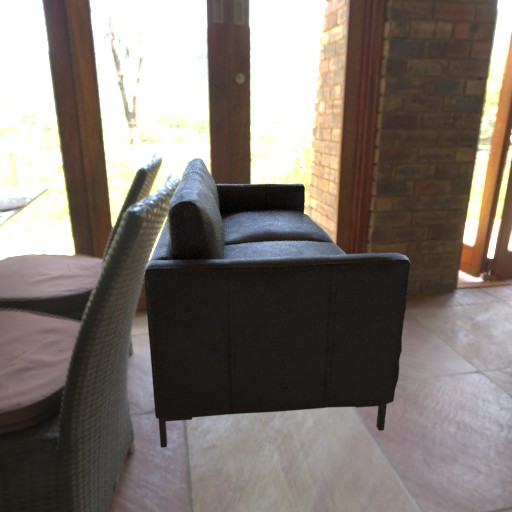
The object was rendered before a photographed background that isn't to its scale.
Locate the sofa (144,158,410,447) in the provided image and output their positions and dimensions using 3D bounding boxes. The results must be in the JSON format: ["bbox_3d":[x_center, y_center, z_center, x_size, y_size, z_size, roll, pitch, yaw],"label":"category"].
[{"bbox_3d":[0.000,0.000,2.300,0.947,0.883,1.805,-2,18,-8],"label":"sofa"}]
